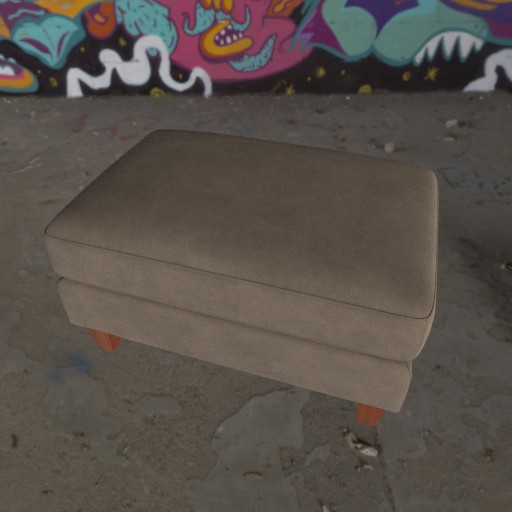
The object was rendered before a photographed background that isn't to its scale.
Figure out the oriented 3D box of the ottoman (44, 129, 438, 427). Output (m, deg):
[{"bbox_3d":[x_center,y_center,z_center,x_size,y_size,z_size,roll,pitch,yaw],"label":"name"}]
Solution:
[{"bbox_3d":[0.000,0.000,1.197,0.864,0.483,0.584,12,42,13],"label":"ottoman"}]
